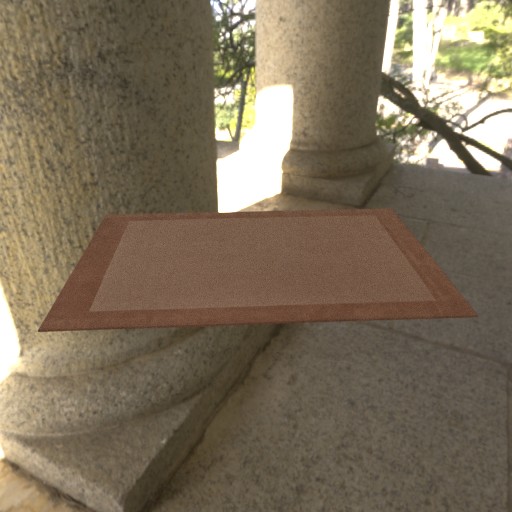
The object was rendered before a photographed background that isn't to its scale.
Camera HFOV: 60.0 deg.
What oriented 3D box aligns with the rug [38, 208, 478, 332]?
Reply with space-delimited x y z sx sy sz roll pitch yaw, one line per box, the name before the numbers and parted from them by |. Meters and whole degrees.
rug | 0.000 0.000 3.105 2.438 0.014 1.524 -2 30 -3
